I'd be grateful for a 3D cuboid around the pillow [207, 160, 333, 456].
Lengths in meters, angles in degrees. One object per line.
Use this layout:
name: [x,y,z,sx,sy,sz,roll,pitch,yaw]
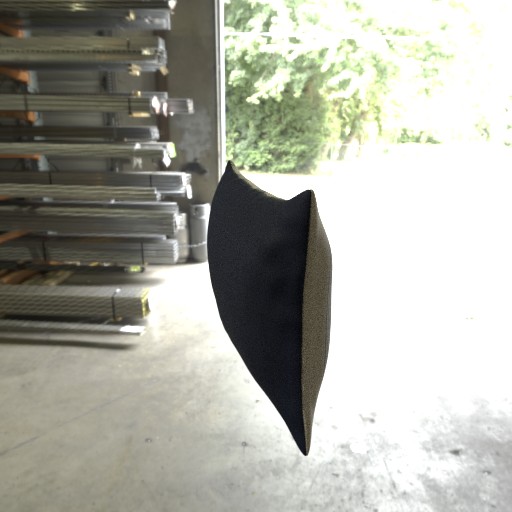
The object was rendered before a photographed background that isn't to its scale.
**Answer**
pillow: [0.000,0.000,0.728,0.151,0.287,0.610,-3,15,-10]
